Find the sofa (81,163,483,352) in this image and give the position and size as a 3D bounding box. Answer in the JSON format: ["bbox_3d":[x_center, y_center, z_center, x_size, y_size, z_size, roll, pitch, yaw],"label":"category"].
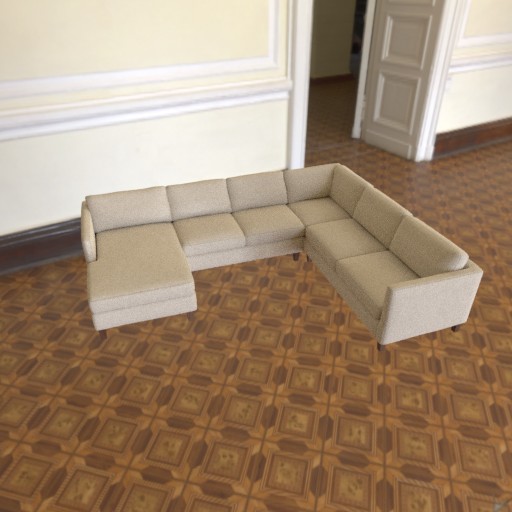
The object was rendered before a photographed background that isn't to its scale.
[{"bbox_3d":[0.000,0.000,4.426,3.238,0.853,2.551,-10,34,-16],"label":"sofa"}]
